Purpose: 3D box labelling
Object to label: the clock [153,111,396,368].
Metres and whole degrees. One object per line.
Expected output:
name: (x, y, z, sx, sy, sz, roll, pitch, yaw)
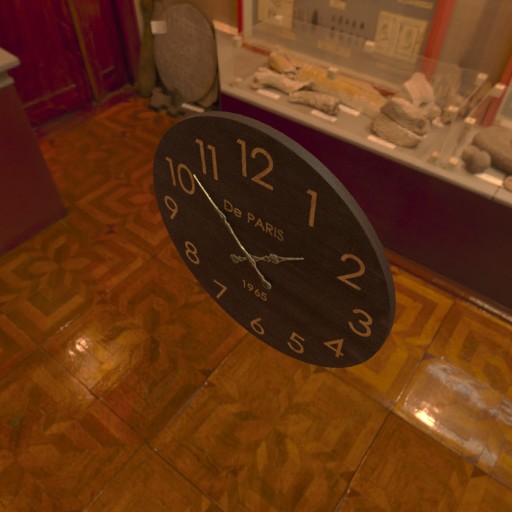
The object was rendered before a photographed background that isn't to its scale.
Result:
clock: (0.000, 0.000, 0.902, 0.595, 0.595, 0.029, 31, 55, 25)
